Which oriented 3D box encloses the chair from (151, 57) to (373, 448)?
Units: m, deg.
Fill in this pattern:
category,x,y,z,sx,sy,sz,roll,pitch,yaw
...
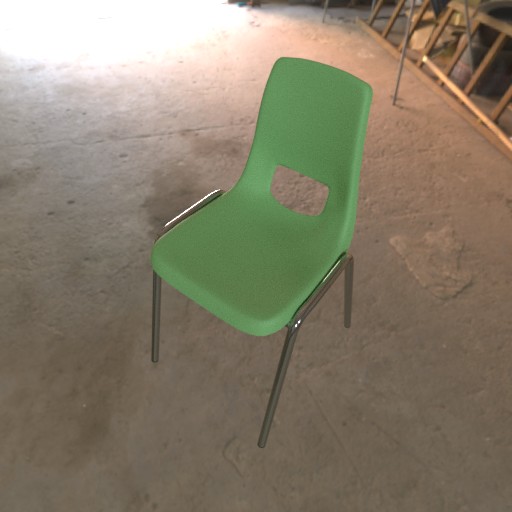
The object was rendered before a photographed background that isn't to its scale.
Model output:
category,x,y,z,sx,sy,sz,roll,pitch,yaw
chair,0.000,0.000,0.973,0.381,0.704,0.436,30,53,25
